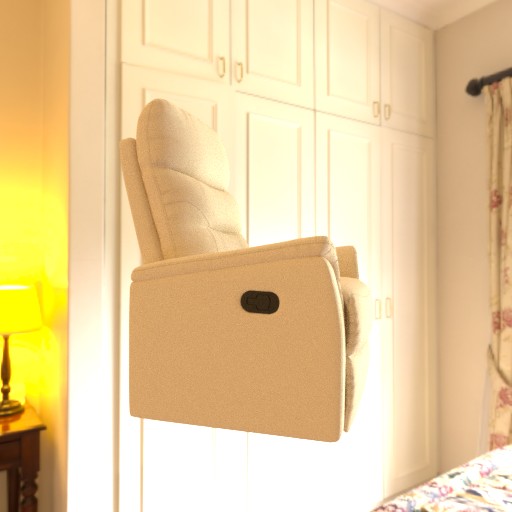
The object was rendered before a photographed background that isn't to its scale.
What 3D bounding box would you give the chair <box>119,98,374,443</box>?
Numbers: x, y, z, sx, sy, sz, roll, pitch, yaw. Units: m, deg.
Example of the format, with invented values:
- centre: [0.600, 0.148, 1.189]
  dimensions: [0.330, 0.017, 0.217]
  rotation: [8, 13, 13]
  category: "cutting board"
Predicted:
- centre: [0.000, 0.000, 1.655]
  dimensions: [0.831, 1.082, 0.775]
  rotation: [0, -1, 18]
  category: "chair"
